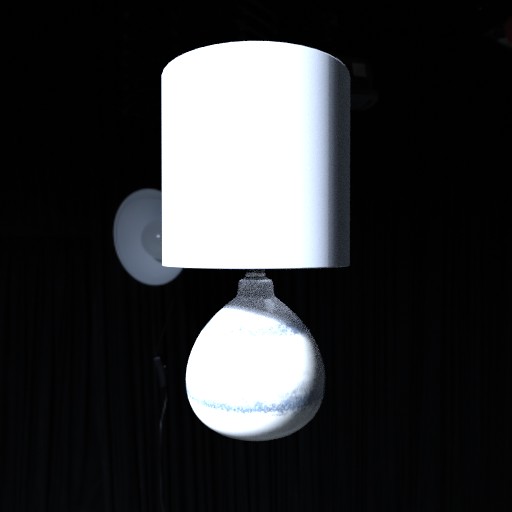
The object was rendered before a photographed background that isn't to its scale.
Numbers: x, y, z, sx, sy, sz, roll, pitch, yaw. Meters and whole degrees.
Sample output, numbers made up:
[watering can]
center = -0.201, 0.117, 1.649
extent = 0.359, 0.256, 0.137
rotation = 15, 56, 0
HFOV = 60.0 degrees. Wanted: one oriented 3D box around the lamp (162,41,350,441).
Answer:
[lamp]
center = 0.000, 0.000, 0.524
extent = 0.216, 0.404, 0.216
rotation = 0, 1, -18
